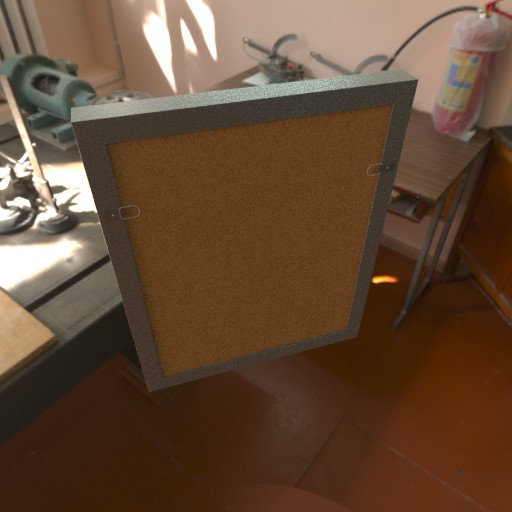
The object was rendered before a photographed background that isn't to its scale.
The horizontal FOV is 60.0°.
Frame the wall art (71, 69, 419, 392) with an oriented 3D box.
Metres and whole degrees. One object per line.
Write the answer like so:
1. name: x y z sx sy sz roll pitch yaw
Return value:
1. wall art: 0.000 0.000 0.512 0.308 0.379 0.030 -12 43 -13
